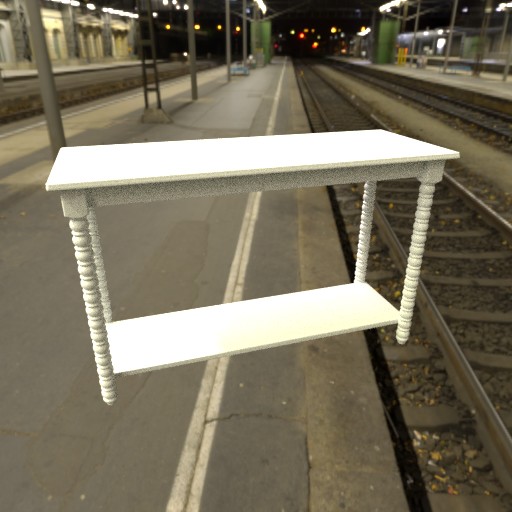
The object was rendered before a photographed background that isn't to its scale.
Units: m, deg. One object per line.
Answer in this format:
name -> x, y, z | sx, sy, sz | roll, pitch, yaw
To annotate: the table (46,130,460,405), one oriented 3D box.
table -> 0.000, 0.000, 1.554 | 1.184, 0.740, 0.459 | -8, 26, -16
